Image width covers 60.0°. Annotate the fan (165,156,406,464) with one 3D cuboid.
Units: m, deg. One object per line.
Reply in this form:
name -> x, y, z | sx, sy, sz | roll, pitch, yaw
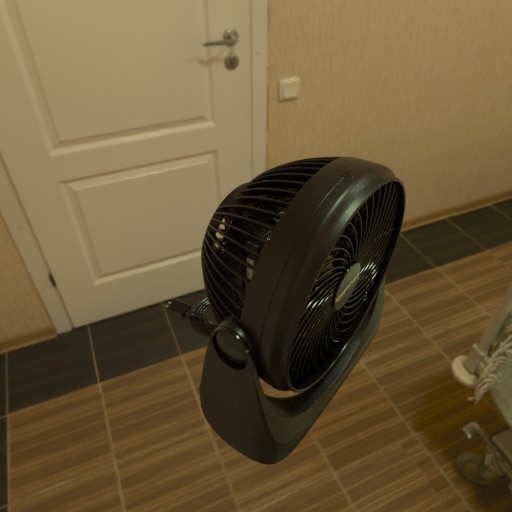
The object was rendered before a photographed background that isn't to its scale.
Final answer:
fan -> 0.000, 0.000, 0.495 | 0.256, 0.277, 0.273 | 27, 48, 27
